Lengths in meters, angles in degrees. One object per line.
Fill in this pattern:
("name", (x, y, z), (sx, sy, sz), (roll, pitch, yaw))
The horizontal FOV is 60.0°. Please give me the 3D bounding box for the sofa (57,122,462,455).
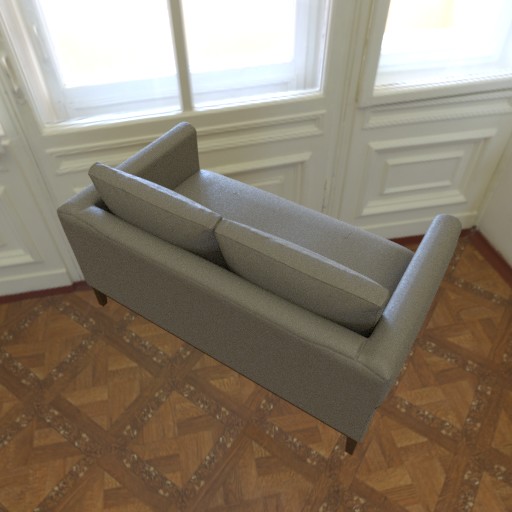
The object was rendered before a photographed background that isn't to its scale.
("sofa", (0.000, 0.000, 2.130), (1.598, 0.873, 0.899), (25, 51, 22))
